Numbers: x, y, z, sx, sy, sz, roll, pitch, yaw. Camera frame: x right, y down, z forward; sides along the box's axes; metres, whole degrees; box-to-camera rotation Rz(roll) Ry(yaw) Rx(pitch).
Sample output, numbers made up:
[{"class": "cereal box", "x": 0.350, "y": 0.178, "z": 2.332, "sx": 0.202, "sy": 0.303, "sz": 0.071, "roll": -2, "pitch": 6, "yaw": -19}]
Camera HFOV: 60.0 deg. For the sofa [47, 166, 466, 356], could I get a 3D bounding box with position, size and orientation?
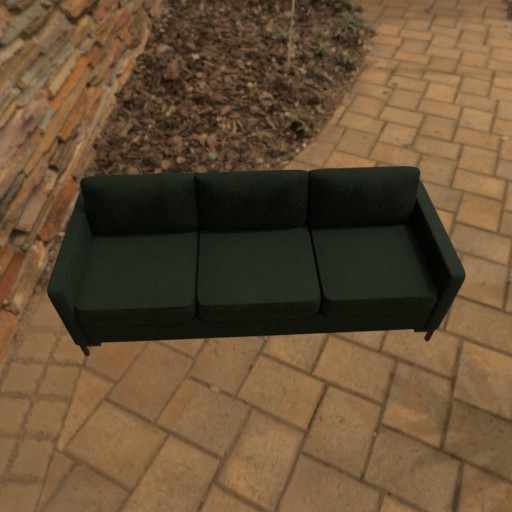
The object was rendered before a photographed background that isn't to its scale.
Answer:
[{"class": "sofa", "x": 0.000, "y": 0.000, "z": 2.749, "sx": 2.218, "sy": 0.870, "sz": 0.859, "roll": -2, "pitch": 48, "yaw": -2}]
